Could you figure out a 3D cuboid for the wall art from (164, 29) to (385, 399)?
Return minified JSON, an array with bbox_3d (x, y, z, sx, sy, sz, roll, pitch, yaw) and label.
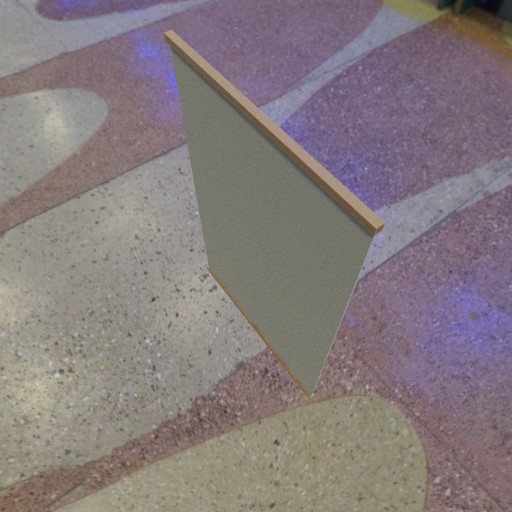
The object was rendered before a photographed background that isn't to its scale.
[{"bbox_3d":[0.000,0.000,1.895,0.030,1.519,0.990,-32,63,-18],"label":"wall art"}]
